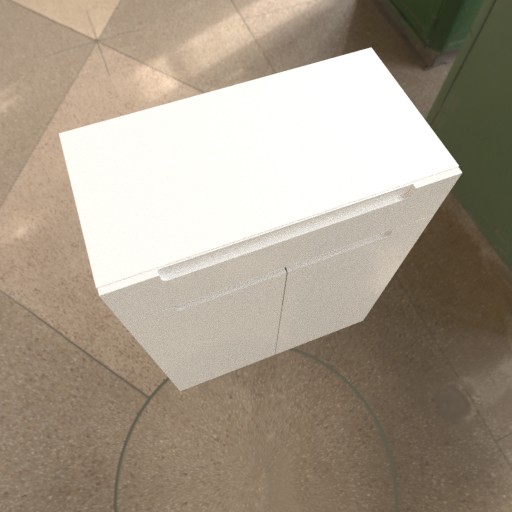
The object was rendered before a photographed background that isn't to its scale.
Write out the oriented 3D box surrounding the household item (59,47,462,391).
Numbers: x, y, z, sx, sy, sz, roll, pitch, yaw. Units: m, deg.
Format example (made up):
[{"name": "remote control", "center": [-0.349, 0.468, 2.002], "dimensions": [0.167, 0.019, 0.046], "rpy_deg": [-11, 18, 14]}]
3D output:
[{"name": "household item", "center": [0.000, 0.000, 1.423], "dimensions": [0.790, 1.010, 0.420], "rpy_deg": [-19, 65, -9]}]
